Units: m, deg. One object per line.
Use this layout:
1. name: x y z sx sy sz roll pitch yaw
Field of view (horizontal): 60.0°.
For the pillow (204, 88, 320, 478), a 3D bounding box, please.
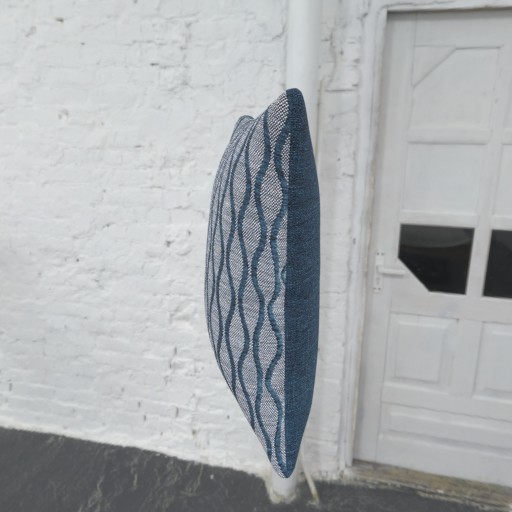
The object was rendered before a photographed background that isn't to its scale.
1. pillow: 0.000 0.000 0.670 0.159 0.435 0.435 -2 15 -9
